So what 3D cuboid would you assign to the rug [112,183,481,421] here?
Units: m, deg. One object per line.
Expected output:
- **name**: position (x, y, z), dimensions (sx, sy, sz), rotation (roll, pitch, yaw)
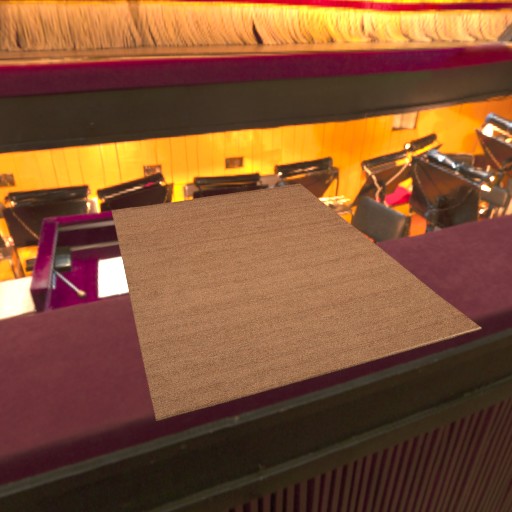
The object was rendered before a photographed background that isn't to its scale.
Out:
- **rug**: position (0.000, 0.000, 5.012), dimensions (2.873, 0.053, 3.778), rotation (-10, 32, -17)
